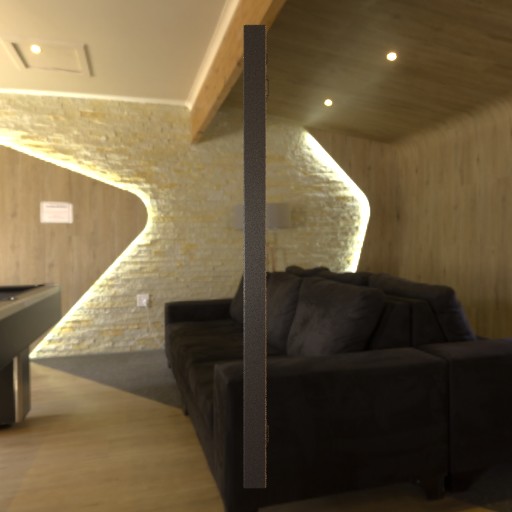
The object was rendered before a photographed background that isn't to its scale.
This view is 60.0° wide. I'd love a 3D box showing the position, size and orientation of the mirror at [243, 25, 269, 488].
[{"bbox_3d":[0.000,0.000,0.932,0.039,0.710,0.507,0,1,0],"label":"mirror"}]
